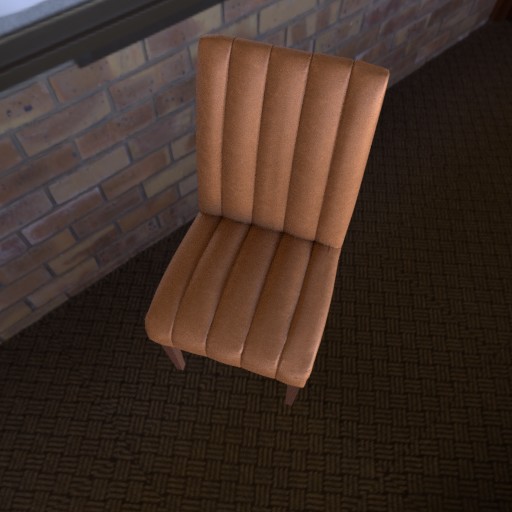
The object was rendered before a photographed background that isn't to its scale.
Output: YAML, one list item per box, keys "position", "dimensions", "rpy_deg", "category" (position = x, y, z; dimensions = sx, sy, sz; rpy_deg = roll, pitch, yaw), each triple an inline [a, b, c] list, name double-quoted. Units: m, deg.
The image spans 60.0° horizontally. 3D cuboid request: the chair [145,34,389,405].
- position: [0.000, 0.000, 1.366]
  dimensions: [0.511, 1.016, 0.647]
  rpy_deg: [15, 61, 9]
  category: "chair"
